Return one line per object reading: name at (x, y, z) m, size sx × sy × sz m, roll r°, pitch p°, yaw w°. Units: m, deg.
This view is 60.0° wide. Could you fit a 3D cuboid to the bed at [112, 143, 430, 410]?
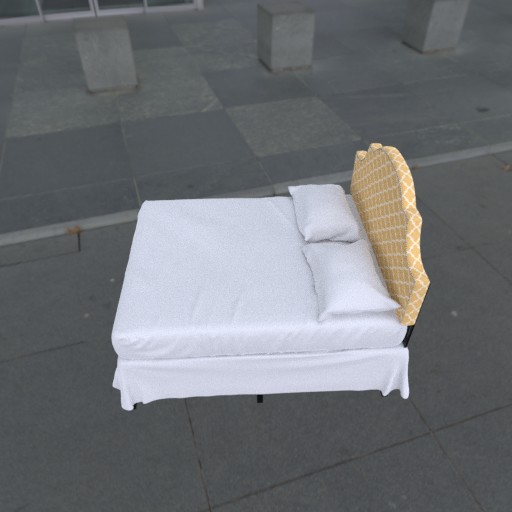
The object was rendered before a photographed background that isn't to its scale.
bed at (0.000, 0.000, 3.423) m, size 2.222 × 1.633 × 1.780 m, roll -2°, pitch 42°, yaw -2°
